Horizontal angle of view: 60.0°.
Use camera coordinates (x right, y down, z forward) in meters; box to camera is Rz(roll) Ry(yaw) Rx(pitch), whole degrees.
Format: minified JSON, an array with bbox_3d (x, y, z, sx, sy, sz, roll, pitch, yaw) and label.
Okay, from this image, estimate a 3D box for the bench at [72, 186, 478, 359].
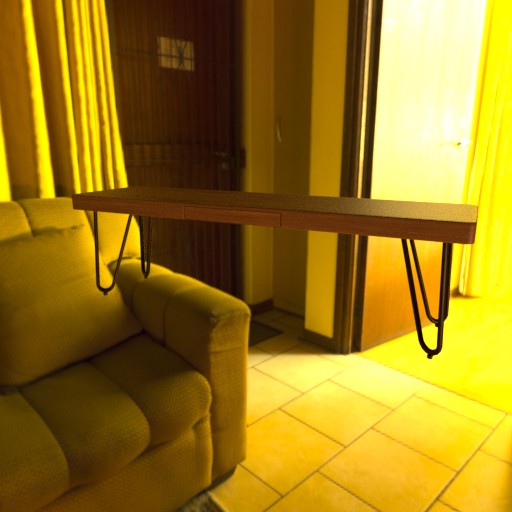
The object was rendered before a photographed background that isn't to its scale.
[{"bbox_3d":[0.000,0.000,1.800,1.570,0.462,0.425,7,16,25],"label":"bench"}]
